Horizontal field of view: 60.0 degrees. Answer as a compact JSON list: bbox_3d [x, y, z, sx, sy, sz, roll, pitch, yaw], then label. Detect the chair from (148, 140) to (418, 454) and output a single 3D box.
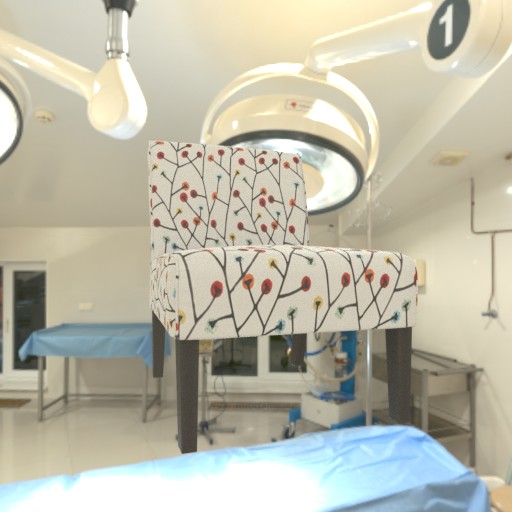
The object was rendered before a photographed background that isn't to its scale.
[{"bbox_3d":[0.000,0.000,1.312,0.597,0.813,0.732,0,0,-19],"label":"chair"}]
